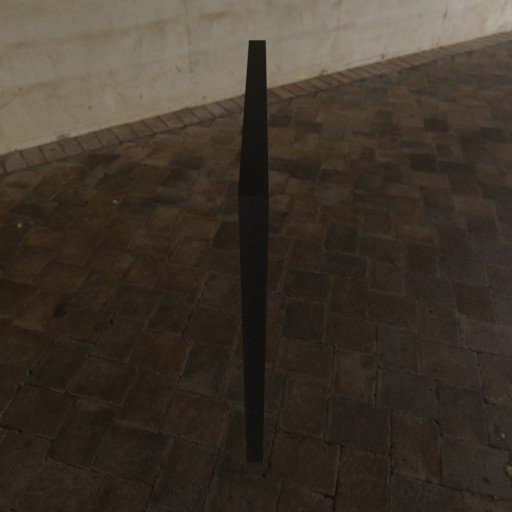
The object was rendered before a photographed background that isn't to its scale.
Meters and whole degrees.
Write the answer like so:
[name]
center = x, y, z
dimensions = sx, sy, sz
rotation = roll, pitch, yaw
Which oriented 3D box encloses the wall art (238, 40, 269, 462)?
[wall art]
center = 0.000, 0.000, 0.758
dimensions = 0.029, 0.559, 0.457
rotation = 0, 42, 0
